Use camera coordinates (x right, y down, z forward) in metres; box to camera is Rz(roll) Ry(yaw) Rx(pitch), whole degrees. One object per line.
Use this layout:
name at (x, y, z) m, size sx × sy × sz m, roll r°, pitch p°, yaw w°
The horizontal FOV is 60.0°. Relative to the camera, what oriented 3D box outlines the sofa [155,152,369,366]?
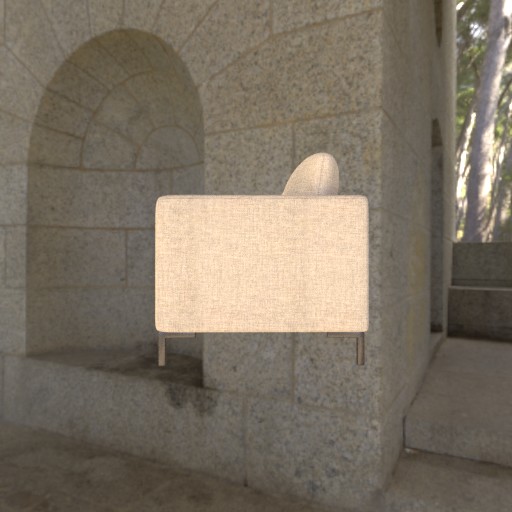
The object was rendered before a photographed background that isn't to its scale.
sofa at (0.000, 0.000, 2.825) m, size 0.859 × 0.874 × 2.218 m, roll 0°, pitch 0°, yaw -1°
